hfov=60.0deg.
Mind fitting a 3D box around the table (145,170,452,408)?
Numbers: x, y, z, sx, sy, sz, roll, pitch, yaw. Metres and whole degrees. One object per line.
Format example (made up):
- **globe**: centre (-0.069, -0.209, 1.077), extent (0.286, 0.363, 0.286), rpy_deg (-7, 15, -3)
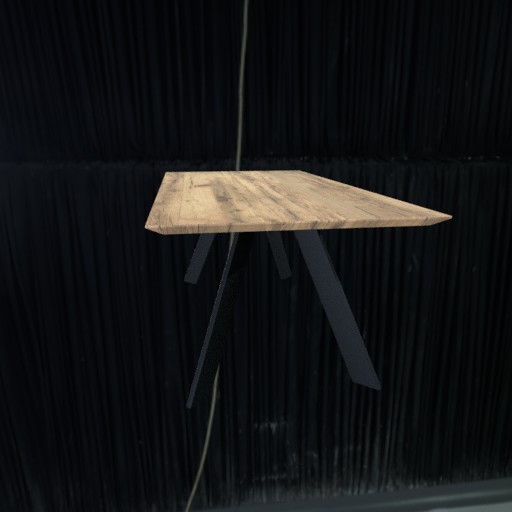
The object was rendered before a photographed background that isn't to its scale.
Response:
- **table**: centre (0.000, 0.000, 2.456), extent (1.000, 0.770, 2.000), rpy_deg (-2, 15, -9)
